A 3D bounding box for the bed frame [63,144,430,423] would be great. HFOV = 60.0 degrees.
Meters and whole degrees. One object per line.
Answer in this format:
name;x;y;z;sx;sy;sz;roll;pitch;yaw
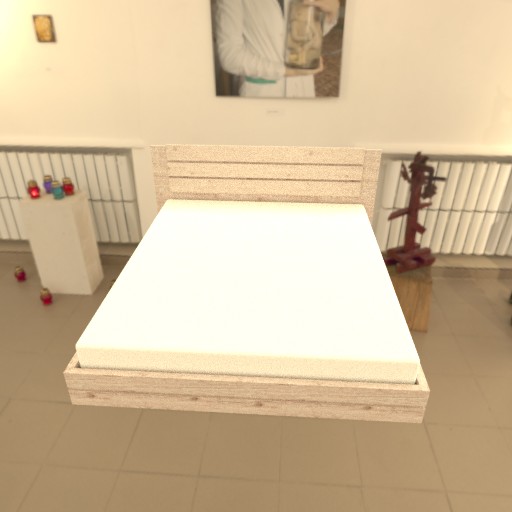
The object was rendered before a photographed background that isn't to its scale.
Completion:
bed frame;0.000;0.000;3.072;1.950;0.970;2.080;2;30;3
